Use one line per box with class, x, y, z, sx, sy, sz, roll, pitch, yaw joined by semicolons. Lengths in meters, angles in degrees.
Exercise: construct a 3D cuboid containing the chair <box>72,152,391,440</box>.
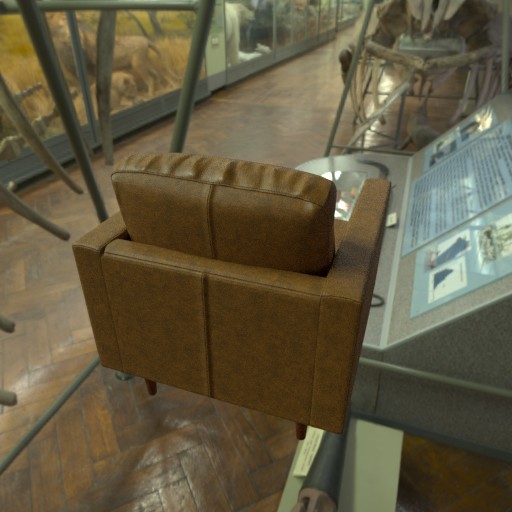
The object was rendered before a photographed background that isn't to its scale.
chair;0.000;0.000;1.705;0.890;0.956;0.909;10;32;17
